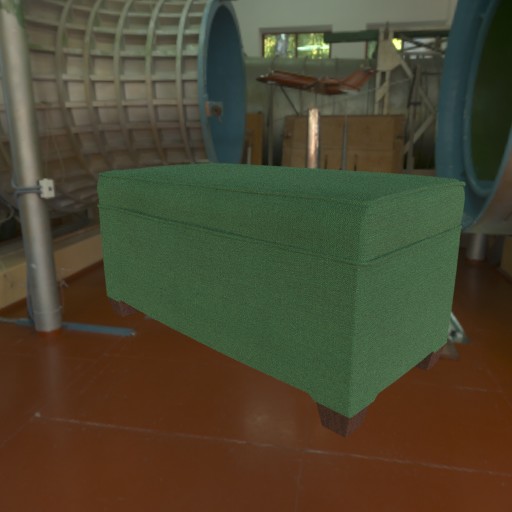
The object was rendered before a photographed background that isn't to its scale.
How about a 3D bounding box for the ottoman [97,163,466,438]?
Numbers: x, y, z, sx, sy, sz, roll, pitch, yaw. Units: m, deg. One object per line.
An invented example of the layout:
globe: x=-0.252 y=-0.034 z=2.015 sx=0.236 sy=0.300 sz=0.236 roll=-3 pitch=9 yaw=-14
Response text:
ottoman: x=0.000 y=0.000 z=1.221 sx=0.957 sy=0.471 sz=0.483 roll=14 pitch=21 yaw=43
